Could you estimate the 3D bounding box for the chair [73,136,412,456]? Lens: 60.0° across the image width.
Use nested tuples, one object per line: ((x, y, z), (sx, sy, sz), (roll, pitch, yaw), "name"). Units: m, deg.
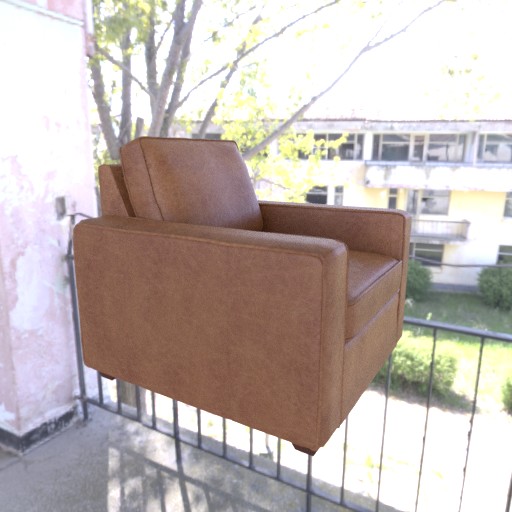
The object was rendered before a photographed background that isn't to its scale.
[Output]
((0.000, 0.000, 1.735), (1.027, 0.901, 0.987), (7, 15, 27), "chair")
